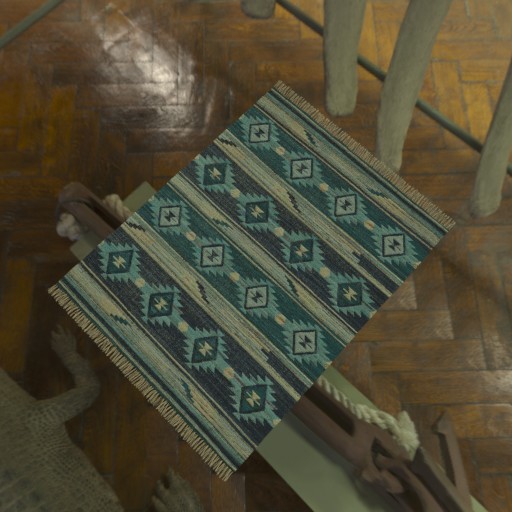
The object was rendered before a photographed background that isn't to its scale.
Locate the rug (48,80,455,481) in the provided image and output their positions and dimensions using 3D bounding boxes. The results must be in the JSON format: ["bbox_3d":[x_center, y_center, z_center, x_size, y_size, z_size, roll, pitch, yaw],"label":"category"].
[{"bbox_3d":[0.000,0.000,4.338,2.418,0.047,3.307,43,78,11],"label":"rug"}]
